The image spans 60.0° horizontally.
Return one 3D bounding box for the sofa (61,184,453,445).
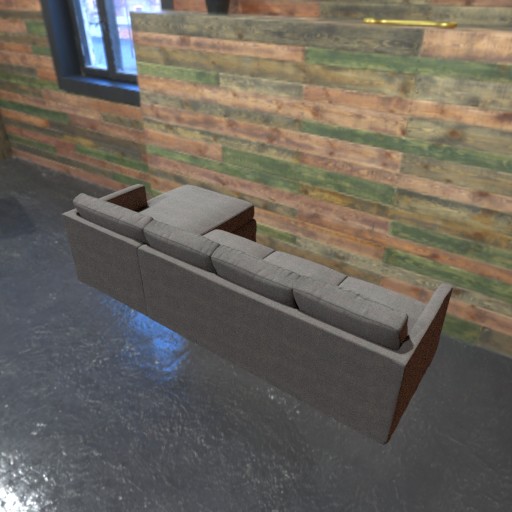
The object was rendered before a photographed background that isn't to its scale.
[{"bbox_3d":[0.000,0.000,3.896,3.205,0.922,1.650,21,37,30],"label":"sofa"}]
